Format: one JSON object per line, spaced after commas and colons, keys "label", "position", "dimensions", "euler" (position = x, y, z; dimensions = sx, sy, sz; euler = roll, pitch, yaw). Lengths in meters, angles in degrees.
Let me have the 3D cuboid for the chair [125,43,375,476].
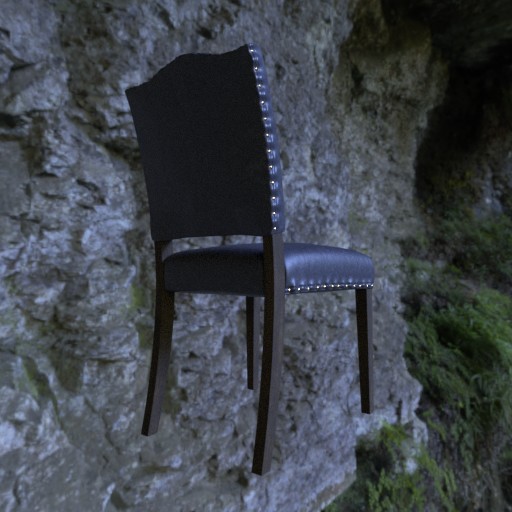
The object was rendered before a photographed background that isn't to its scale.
{"label": "chair", "position": [0.000, 0.000, 1.322], "dimensions": [0.500, 0.991, 0.633], "euler": [-1, -1, 36]}
